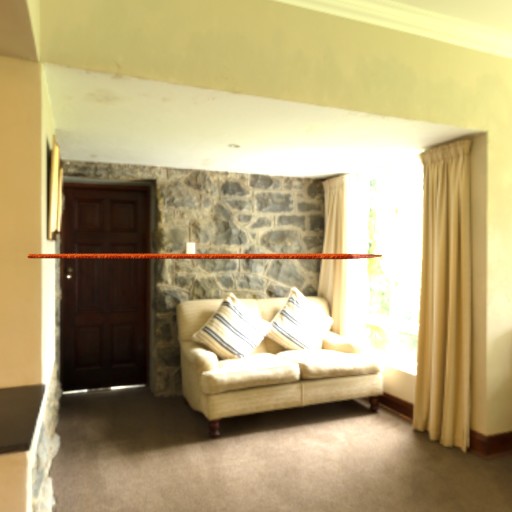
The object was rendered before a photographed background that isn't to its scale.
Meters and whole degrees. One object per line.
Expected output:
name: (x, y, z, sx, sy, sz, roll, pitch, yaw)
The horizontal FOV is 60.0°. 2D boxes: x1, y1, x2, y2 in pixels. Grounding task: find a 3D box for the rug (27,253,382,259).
rug: (0.000, 0.000, 2.352, 1.230, 0.018, 1.835, 0, 0, 18)
